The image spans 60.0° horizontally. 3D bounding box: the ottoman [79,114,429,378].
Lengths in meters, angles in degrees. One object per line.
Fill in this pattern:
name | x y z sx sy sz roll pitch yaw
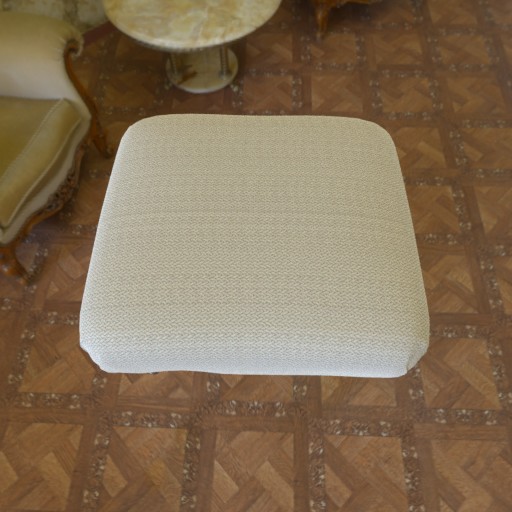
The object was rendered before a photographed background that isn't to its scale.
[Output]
ottoman | 0.000 0.000 1.079 0.684 0.447 0.622 1 59 0
